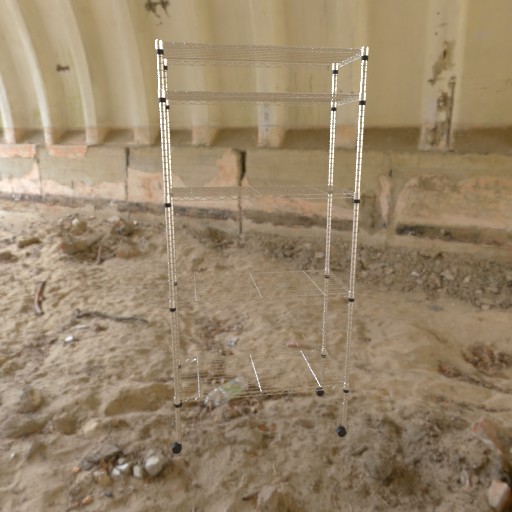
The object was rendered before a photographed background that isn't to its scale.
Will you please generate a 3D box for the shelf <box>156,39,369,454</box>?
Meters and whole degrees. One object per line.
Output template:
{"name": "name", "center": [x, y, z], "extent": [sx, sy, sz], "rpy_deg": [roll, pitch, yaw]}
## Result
{"name": "shelf", "center": [0.000, 0.000, 1.873], "extent": [0.762, 1.587, 0.356], "rpy_deg": [-2, 15, -8]}
